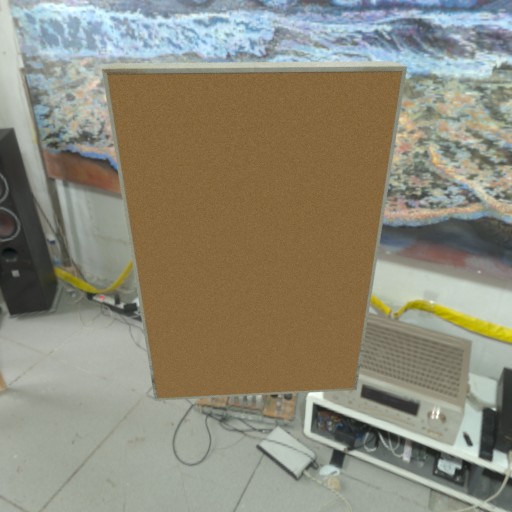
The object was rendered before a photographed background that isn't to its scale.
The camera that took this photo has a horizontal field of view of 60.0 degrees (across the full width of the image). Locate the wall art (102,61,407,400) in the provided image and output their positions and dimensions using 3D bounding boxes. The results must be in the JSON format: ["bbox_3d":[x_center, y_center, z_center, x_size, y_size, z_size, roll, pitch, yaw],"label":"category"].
[{"bbox_3d":[0.000,0.000,0.478,0.254,0.381,0.038,-2,30,-3],"label":"wall art"}]
